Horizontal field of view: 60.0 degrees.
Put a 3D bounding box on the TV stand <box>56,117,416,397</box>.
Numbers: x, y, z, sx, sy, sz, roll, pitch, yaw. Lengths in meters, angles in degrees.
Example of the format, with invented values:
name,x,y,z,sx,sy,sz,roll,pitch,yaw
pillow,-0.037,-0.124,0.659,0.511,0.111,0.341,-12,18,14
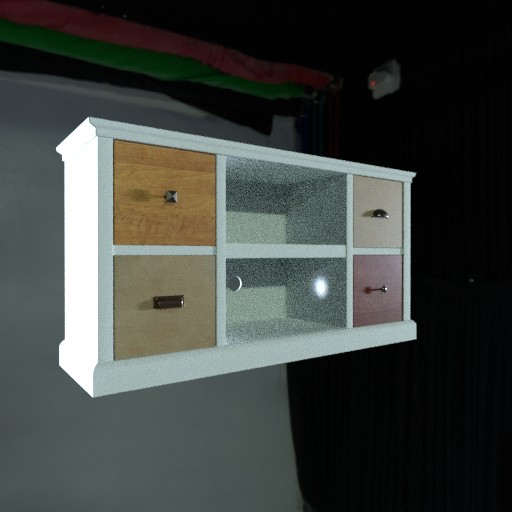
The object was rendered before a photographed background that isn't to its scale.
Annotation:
name,x,y,z,sx,sy,sz,roll,pitch,yaw
TV stand,0.000,0.000,1.488,1.187,0.624,0.424,0,0,-35
